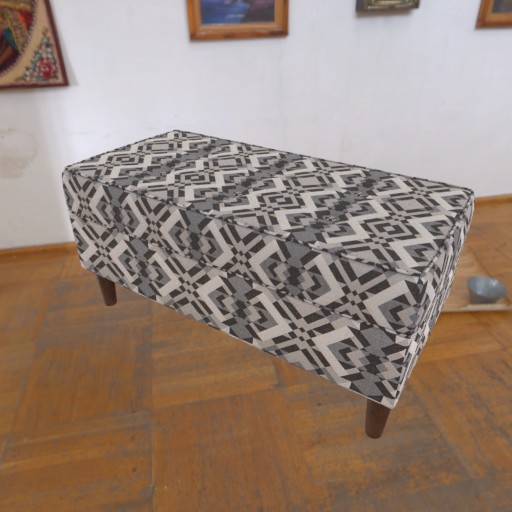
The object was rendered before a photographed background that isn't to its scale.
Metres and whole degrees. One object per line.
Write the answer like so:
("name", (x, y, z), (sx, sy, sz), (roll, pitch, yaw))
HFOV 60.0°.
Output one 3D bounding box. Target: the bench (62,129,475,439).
("bench", (0.000, 0.000, 1.273), (1.016, 0.477, 0.492), (19, 36, 28))
